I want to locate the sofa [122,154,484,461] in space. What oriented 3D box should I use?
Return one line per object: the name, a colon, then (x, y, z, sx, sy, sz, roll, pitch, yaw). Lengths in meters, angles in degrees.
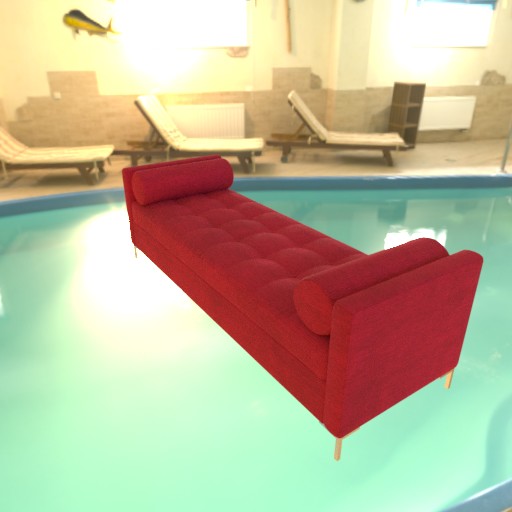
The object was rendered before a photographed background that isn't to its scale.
sofa: (0.000, 0.000, 2.308, 0.686, 0.635, 1.981, -16, 30, -30)
